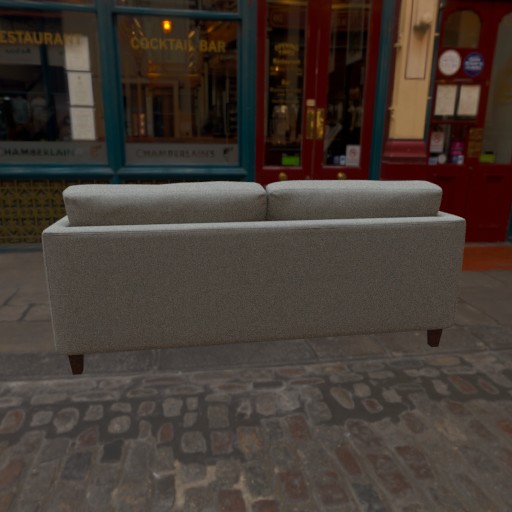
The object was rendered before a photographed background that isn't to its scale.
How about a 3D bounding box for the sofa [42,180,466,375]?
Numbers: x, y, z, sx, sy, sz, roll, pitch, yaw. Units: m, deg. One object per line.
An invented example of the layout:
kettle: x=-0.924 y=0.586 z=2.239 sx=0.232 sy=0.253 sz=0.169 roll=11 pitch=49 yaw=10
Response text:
sofa: x=0.000 y=0.000 z=2.744 sx=2.208 sy=0.963 sz=0.956 roll=-2 pitch=15 yaw=-9
